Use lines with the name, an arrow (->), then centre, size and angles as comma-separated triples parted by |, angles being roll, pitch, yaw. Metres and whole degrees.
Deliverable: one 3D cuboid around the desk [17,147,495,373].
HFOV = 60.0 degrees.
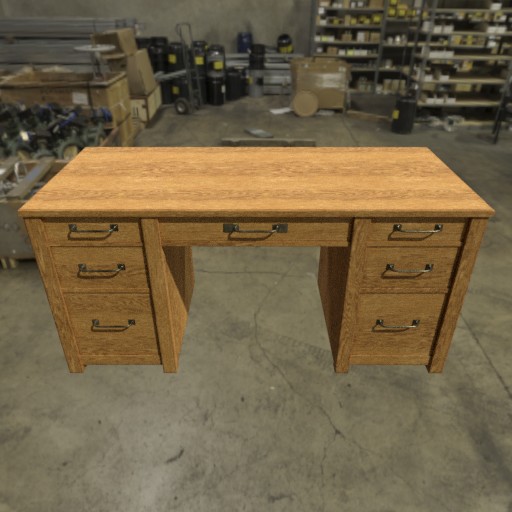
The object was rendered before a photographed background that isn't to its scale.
desk -> 0.000, 0.000, 1.928 | 1.567, 0.751, 0.685 | 0, 31, 0
